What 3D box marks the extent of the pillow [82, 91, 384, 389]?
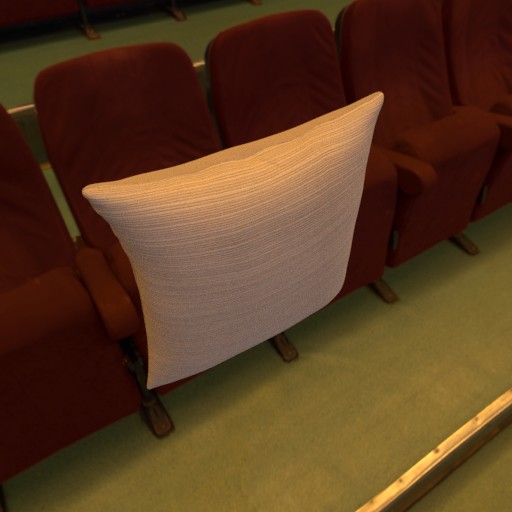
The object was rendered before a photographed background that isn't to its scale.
[{"bbox_3d":[0.000,0.000,0.812,0.512,0.497,0.204,-25,50,-22],"label":"pillow"}]
